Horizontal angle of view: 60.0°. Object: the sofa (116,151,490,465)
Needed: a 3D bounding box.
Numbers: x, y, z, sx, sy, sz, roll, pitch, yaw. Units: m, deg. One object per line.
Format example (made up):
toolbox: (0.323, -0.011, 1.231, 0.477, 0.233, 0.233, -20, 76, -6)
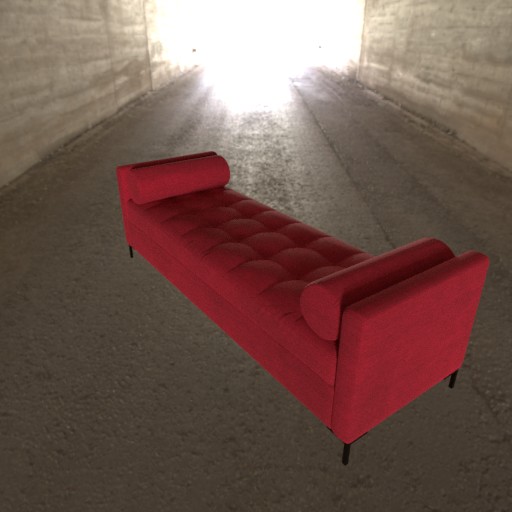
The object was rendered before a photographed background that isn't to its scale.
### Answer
sofa: (0.000, 0.000, 2.277, 0.686, 0.635, 1.981, -18, 32, -31)
